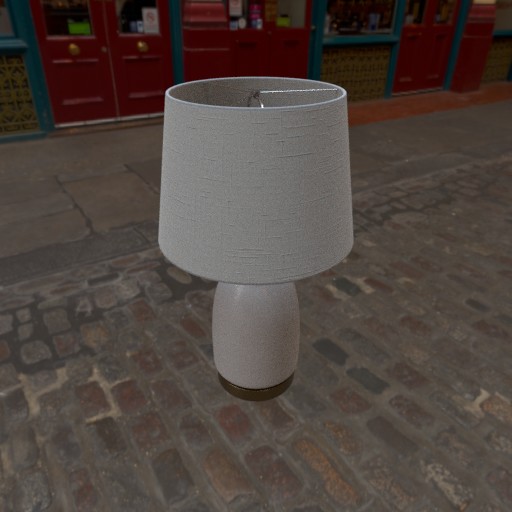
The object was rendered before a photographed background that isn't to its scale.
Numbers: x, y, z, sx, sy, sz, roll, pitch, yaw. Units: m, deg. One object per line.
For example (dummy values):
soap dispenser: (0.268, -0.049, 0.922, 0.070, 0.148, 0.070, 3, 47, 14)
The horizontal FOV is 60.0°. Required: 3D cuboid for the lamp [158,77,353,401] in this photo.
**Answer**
lamp: (0.000, 0.000, 0.680, 0.285, 0.483, 0.285, 0, 30, 0)
